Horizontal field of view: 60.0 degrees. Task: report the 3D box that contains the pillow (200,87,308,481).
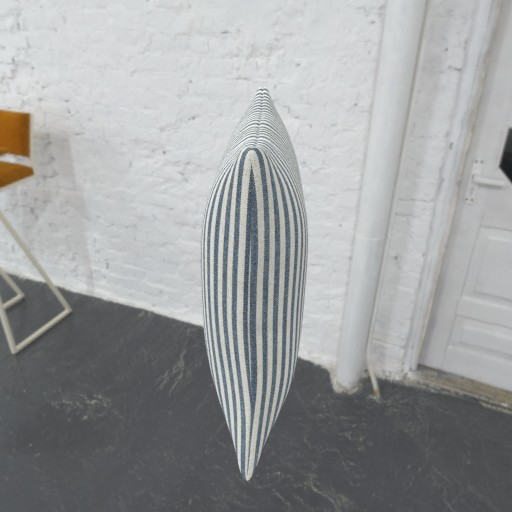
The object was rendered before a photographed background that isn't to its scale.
[{"bbox_3d":[0.000,0.000,0.787,0.166,0.510,0.523,1,28,2],"label":"pillow"}]
